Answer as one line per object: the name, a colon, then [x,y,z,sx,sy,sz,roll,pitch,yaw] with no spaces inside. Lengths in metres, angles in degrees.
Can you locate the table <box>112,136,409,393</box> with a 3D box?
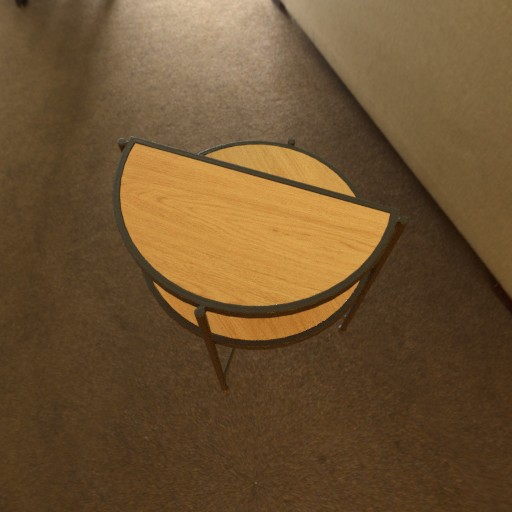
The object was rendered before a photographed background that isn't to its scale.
table: [0.000,0.000,1.195,0.629,0.684,0.628,17,64,8]
